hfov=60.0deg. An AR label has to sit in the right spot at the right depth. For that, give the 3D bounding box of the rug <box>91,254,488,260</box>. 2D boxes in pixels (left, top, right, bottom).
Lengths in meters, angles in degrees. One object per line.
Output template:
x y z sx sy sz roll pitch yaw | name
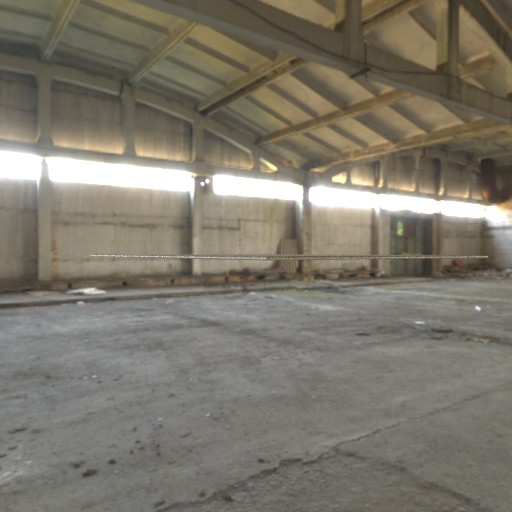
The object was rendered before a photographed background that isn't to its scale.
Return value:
0.000 0.000 3.519 1.819 0.018 2.746 0 0 -35 | rug
